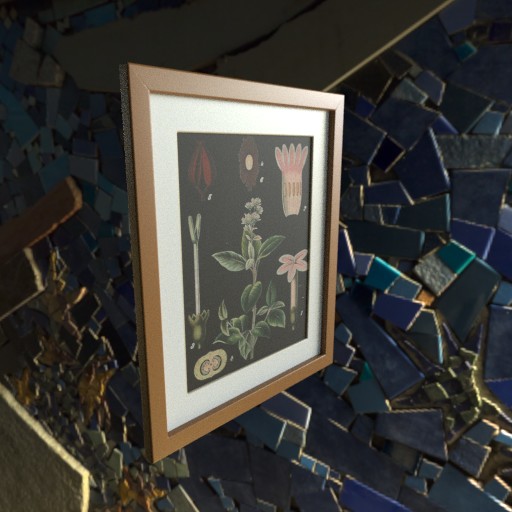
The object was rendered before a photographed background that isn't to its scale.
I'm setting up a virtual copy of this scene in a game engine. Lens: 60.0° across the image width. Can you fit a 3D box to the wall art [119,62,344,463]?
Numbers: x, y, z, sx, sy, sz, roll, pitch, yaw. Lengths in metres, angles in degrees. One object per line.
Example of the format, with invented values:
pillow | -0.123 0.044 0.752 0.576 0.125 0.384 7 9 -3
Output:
wall art | 0.000 0.000 0.747 0.449 0.550 0.021 -13 19 -43
